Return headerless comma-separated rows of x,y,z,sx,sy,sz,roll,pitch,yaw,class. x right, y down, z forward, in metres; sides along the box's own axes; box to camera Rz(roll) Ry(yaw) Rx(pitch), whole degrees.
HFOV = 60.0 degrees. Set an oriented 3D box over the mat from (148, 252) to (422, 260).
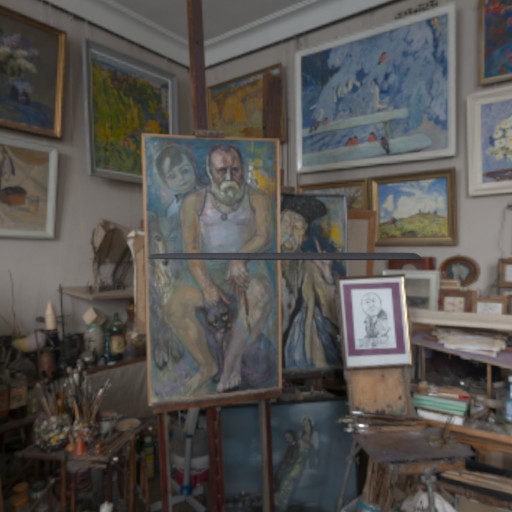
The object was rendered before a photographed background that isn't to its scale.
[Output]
0.000,0.000,1.959,0.917,0.022,1.525,0,0,-1,mat
